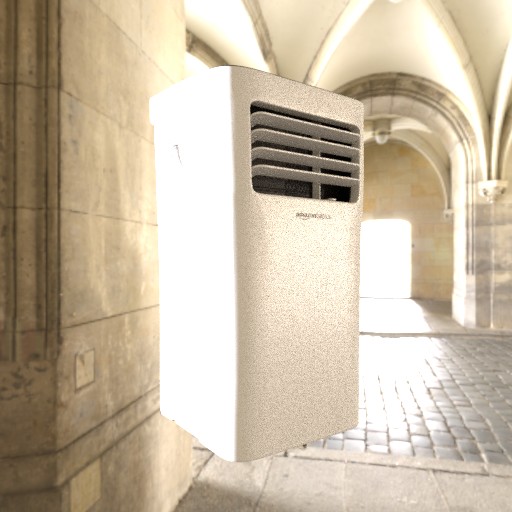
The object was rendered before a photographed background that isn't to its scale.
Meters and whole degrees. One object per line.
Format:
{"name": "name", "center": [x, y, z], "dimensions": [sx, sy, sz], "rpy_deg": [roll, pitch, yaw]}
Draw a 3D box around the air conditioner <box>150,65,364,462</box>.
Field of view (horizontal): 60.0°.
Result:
{"name": "air conditioner", "center": [0.000, 0.000, 0.944], "dimensions": [0.352, 0.716, 0.369], "rpy_deg": [0, 0, -35]}
